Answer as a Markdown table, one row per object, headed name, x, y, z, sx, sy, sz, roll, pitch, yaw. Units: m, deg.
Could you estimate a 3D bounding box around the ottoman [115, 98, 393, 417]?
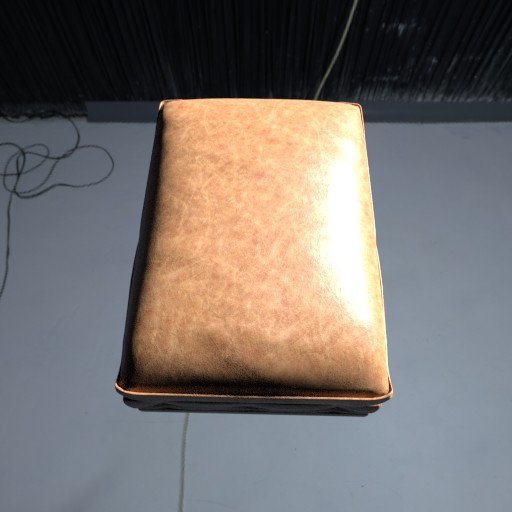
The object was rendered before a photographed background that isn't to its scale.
| name | x | y | z | sx | sy | sz | roll | pitch | yaw |
| --- | --- | --- | --- | --- | --- | --- | --- | --- | --- |
| ottoman | 0.000 | 0.000 | 1.072 | 0.533 | 0.480 | 0.710 | 1 | 63 | 1 |
